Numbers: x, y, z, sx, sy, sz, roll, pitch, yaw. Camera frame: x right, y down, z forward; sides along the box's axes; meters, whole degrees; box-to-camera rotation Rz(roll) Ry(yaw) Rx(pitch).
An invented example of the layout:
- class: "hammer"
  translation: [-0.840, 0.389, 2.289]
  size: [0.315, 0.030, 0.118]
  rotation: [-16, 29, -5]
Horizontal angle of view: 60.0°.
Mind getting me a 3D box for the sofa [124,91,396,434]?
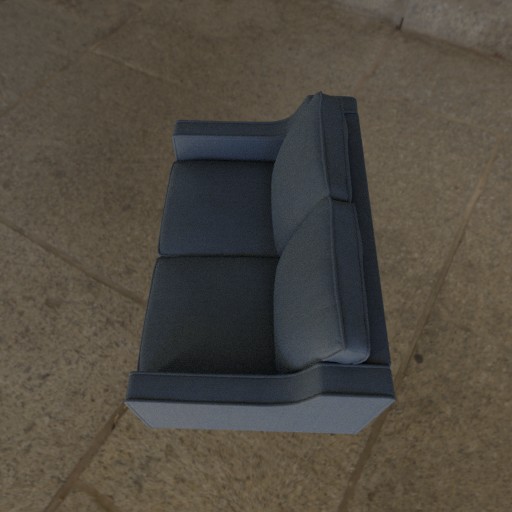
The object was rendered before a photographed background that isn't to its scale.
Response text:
- class: "sofa"
  translation: [0.000, 0.000, 2.151]
  size: [0.987, 0.971, 1.501]
  rotation: [1, 59, 1]
